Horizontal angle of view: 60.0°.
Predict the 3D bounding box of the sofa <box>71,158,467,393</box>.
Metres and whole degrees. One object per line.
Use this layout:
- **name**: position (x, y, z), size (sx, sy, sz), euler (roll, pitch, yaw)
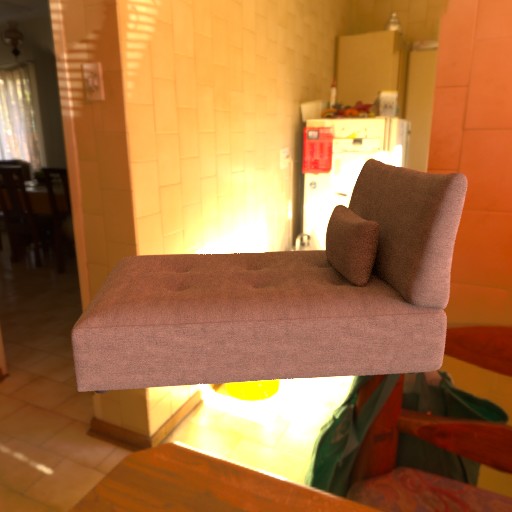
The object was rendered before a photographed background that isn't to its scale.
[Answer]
- **sofa**: position (0.000, 0.000, 2.029), size (1.450, 0.820, 0.930), euler (-2, 16, -6)
